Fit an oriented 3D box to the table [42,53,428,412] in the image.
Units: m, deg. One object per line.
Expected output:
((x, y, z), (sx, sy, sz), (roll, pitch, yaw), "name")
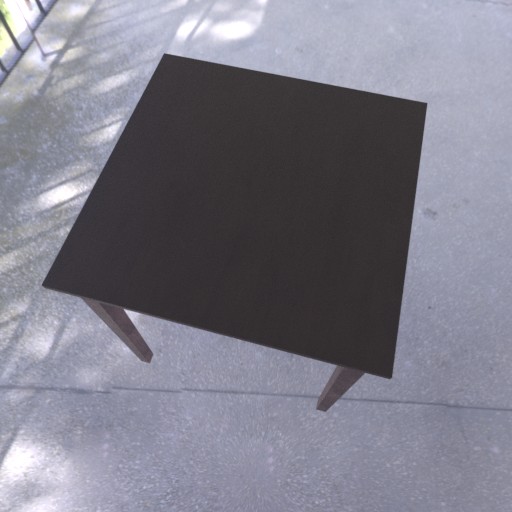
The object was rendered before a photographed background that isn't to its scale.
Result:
((0.000, 0.000, 1.409), (0.749, 0.770, 0.749), (14, 64, 7), "table")
